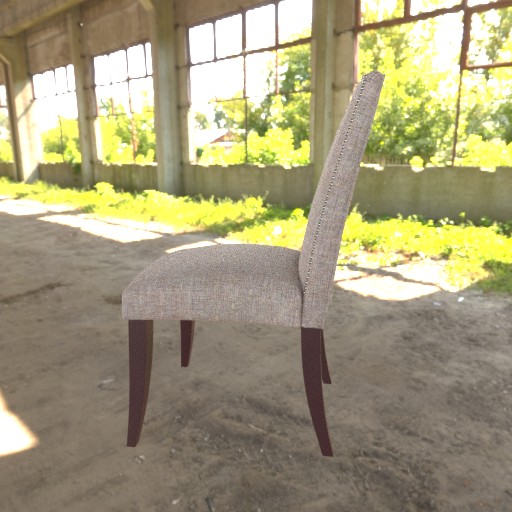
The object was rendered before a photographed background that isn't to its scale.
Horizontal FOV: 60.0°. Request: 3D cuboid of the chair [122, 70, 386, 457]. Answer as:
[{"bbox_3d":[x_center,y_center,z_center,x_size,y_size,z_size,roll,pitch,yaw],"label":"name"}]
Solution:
[{"bbox_3d":[0.000,0.000,1.335,0.660,1.016,0.513,2,13,9],"label":"chair"}]
